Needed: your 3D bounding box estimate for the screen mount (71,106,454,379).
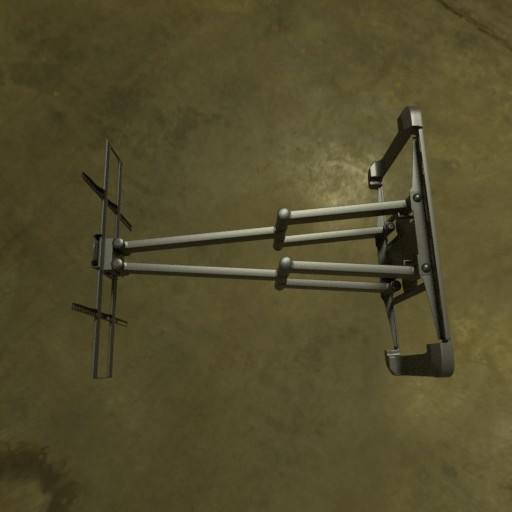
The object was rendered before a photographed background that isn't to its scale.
[{"bbox_3d":[0.000,0.000,1.339,0.905,0.483,0.725,-2,76,0],"label":"screen mount"}]
